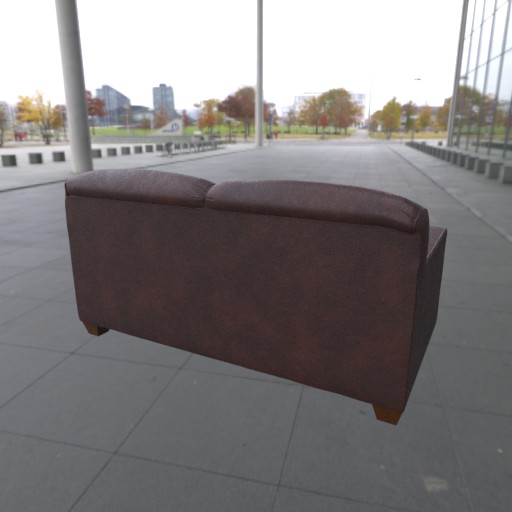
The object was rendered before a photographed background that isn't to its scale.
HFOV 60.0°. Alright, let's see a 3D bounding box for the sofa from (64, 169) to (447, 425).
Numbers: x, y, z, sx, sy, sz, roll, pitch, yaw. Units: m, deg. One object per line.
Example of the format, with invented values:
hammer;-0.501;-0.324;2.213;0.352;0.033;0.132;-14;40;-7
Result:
sofa;0.000;0.000;2.446;1.856;0.966;1.000;8;18;27
